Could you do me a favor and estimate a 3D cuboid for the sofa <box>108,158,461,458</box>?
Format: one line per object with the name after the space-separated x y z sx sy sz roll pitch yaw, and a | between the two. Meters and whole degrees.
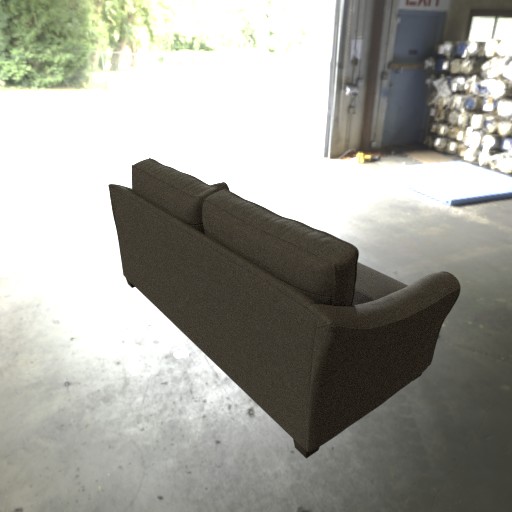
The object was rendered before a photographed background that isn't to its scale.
0.000 0.000 2.767 1.013 0.976 2.203 -18 31 -33 | sofa
